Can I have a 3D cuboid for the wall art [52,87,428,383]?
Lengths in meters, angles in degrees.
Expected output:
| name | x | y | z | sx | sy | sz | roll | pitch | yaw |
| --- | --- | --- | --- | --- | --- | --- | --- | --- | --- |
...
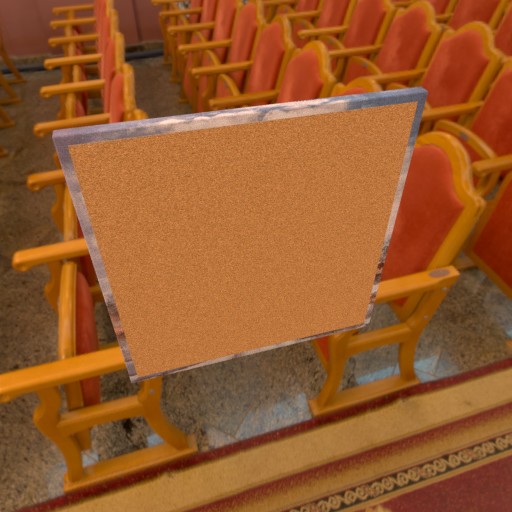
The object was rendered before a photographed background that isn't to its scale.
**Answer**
| name | x | y | z | sx | sy | sz | roll | pitch | yaw |
| --- | --- | --- | --- | --- | --- | --- | --- | --- | --- |
| wall art | 0.000 | 0.000 | 1.495 | 1.010 | 1.020 | 0.040 | -11 | 42 | -12 |
